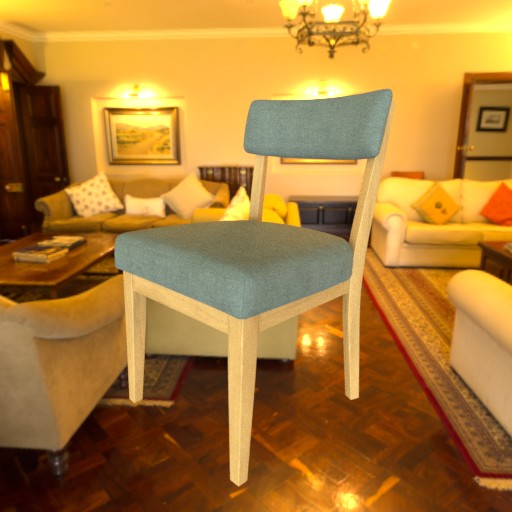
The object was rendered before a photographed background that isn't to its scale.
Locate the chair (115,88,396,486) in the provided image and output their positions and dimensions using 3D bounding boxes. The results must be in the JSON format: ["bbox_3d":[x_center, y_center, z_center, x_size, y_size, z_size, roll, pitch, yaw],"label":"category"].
[{"bbox_3d":[0.000,0.000,1.172,0.572,0.832,0.508,-14,20,-43],"label":"chair"}]
